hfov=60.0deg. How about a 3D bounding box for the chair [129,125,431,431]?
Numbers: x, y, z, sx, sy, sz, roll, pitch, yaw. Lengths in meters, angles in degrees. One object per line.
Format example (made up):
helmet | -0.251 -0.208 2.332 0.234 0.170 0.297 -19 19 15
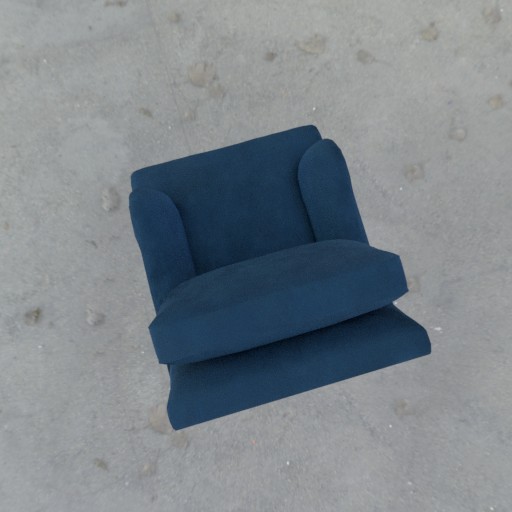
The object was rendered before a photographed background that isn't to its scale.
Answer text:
chair | 0.000 0.000 1.876 0.895 1.076 1.078 -16 78 -3
